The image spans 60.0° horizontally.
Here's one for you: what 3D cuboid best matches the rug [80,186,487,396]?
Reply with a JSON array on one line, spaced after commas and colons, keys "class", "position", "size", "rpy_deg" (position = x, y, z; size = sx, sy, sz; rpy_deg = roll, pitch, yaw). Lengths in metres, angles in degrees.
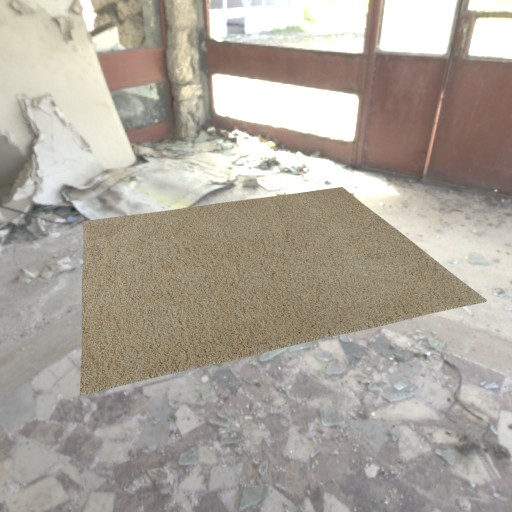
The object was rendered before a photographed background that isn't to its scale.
[{"class": "rug", "position": [0.000, 0.000, 4.027], "size": [3.000, 0.025, 2.400], "rpy_deg": [-10, 33, -15]}]
